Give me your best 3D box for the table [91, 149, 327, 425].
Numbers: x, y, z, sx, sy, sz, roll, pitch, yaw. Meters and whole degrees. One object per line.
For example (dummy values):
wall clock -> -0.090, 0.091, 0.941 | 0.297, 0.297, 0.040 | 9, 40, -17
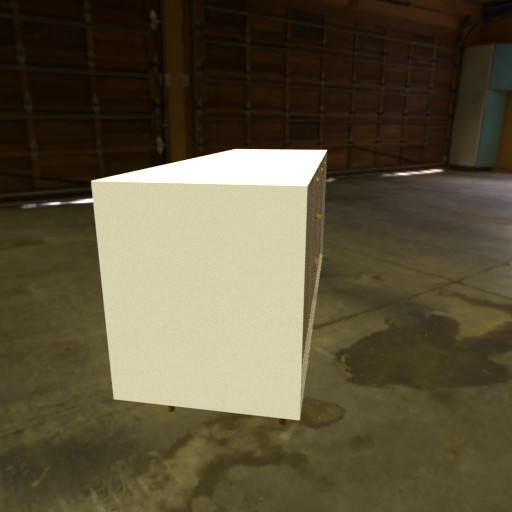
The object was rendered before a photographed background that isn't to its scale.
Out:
table -> 0.000, 0.000, 1.805 | 0.508, 0.769, 1.500 | 3, 17, 10
